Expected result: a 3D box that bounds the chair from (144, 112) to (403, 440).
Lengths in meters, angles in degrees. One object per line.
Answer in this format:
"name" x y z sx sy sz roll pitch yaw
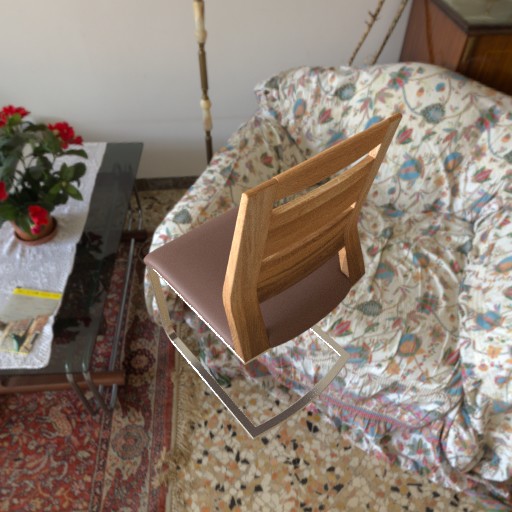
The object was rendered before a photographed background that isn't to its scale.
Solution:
"chair" 0.000 0.000 1.279 0.460 0.970 0.570 -31 54 -27
